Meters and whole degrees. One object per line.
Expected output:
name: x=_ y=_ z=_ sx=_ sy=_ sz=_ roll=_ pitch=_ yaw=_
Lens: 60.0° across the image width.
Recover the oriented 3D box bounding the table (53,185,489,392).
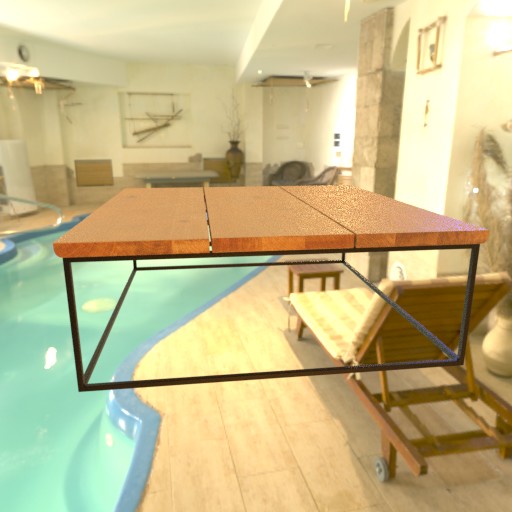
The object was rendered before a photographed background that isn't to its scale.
table: x=0.000 y=0.000 z=1.680 sx=1.100 sy=0.400 sz=1.100 roll=-2 pitch=15 yaw=-7
